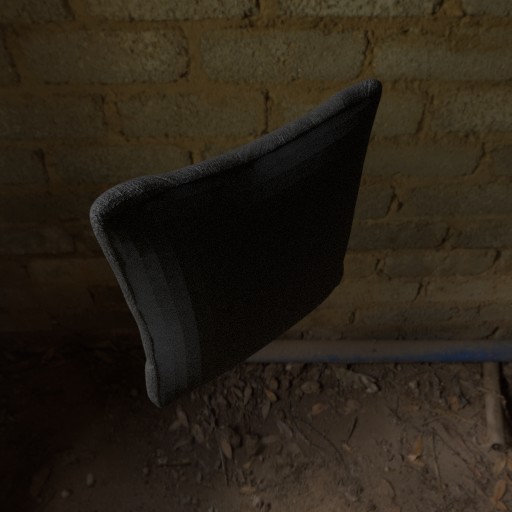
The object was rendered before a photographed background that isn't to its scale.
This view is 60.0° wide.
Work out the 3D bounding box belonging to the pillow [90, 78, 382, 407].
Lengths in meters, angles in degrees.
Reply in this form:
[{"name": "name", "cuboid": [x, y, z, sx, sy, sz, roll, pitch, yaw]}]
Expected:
[{"name": "pillow", "cuboid": [0.000, 0.000, 0.810, 0.533, 0.523, 0.210, -31, 54, -26]}]
